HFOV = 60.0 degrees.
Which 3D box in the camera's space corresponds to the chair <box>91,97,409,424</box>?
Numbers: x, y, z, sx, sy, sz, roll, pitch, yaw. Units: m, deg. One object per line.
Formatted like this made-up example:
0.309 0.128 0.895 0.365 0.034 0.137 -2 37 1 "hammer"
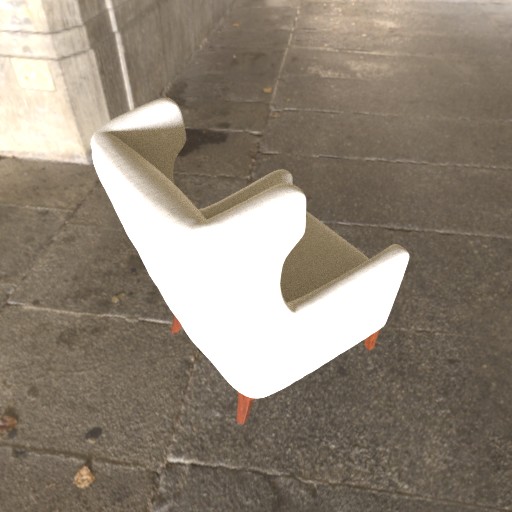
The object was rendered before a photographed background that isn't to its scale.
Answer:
0.000 0.000 1.695 0.899 1.079 0.778 -26 49 -26 "chair"
